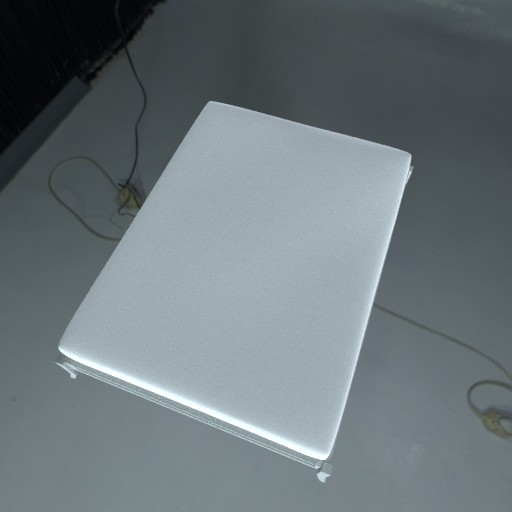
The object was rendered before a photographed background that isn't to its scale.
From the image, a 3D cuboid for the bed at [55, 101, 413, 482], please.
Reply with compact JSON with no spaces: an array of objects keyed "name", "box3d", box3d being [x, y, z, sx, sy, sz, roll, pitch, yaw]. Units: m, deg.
[{"name":"bed","box3d":[0.000,0.000,2.809,1.604,0.510,2.108,18,62,10]}]
